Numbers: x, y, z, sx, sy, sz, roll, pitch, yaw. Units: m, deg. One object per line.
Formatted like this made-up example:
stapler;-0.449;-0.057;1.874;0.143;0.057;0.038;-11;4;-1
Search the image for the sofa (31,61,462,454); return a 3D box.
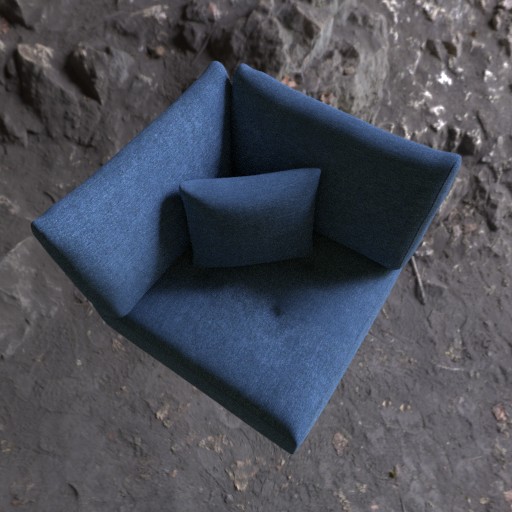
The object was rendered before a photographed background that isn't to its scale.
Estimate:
sofa;0.000;0.000;1.704;1.000;0.820;1.000;30;63;17
